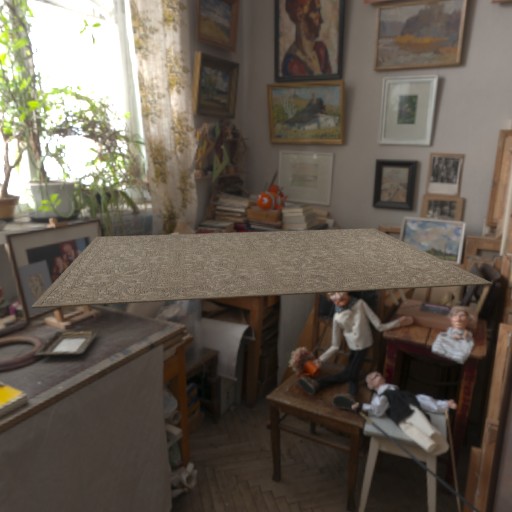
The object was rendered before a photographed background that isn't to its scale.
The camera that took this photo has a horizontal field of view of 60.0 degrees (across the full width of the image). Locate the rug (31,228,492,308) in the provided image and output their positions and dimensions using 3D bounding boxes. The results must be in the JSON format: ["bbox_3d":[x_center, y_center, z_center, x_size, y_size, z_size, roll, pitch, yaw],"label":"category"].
[{"bbox_3d":[0.000,0.000,2.315,1.827,0.006,1.221,-2,15,-8],"label":"rug"}]
